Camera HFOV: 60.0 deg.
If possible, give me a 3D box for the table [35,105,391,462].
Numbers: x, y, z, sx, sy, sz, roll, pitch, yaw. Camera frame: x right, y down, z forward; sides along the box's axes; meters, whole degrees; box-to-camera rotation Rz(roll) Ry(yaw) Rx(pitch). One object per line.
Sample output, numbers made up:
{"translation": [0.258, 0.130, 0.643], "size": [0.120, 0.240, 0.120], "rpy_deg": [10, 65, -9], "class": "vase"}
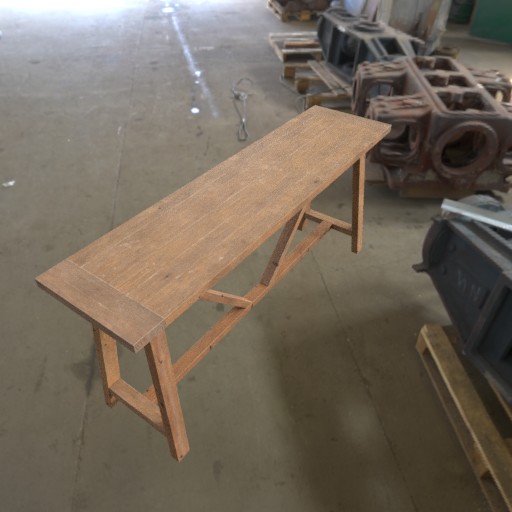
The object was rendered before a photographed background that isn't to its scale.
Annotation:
{"translation": [0.000, 0.000, 2.145], "size": [0.465, 0.810, 1.800], "rpy_deg": [25, 46, 27], "class": "table"}
